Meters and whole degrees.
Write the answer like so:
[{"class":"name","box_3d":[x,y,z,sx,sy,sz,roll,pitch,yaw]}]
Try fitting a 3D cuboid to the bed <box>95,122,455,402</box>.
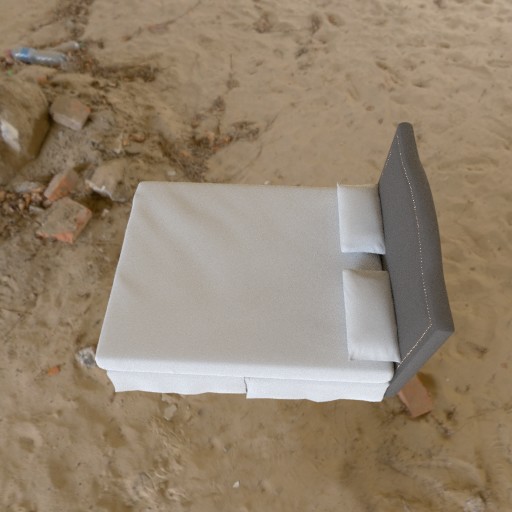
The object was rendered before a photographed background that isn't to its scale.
[{"class":"bed","box_3d":[0.000,0.000,3.450,2.282,1.436,1.821,2,57,1]}]
